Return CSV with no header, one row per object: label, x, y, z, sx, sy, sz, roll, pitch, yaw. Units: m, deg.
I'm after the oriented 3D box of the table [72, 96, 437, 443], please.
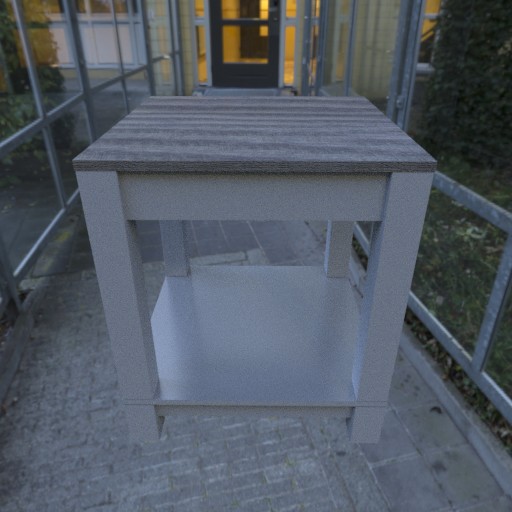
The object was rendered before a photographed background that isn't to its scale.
table,0.000,0.000,0.978,0.506,0.587,0.504,0,29,1
